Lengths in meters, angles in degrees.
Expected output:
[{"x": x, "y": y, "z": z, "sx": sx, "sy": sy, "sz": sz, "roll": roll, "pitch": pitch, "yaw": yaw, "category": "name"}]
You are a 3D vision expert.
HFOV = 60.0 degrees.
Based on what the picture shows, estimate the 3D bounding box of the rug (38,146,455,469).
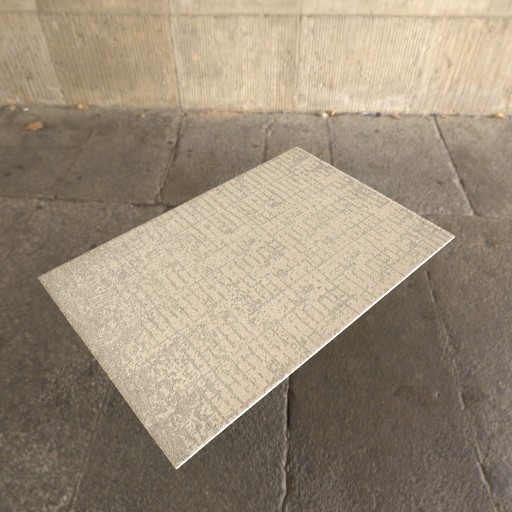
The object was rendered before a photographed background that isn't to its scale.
[{"x": 0.000, "y": 0.000, "z": 2.308, "sx": 1.827, "sy": 0.007, "sz": 1.211, "roll": -32, "pitch": 54, "yaw": -28, "category": "rug"}]
